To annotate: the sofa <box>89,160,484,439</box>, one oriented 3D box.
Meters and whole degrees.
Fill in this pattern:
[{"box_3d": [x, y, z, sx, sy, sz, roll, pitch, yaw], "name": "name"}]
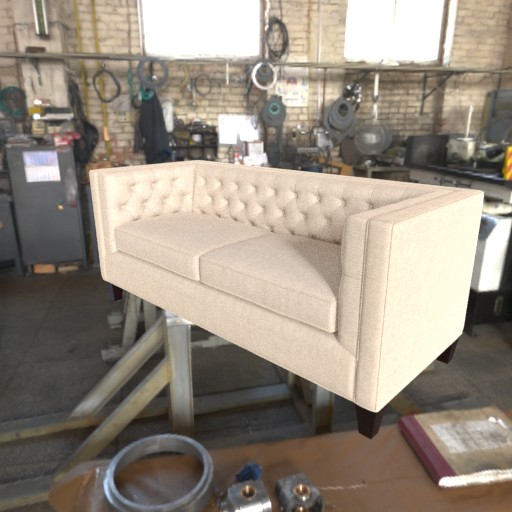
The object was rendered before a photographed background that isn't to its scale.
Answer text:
[{"box_3d": [0.000, 0.000, 2.183, 1.778, 0.762, 0.775, 16, 24, 41], "name": "sofa"}]
